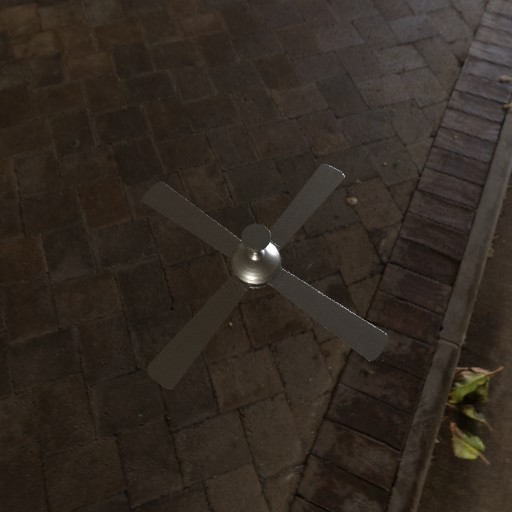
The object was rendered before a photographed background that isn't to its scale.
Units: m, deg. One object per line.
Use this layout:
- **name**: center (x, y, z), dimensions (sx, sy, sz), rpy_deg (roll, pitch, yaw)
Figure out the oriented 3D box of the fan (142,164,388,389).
- **fan**: center (0.000, 0.000, 2.039), dimensions (1.321, 0.381, 1.321), rpy_deg (-30, 68, -13)
